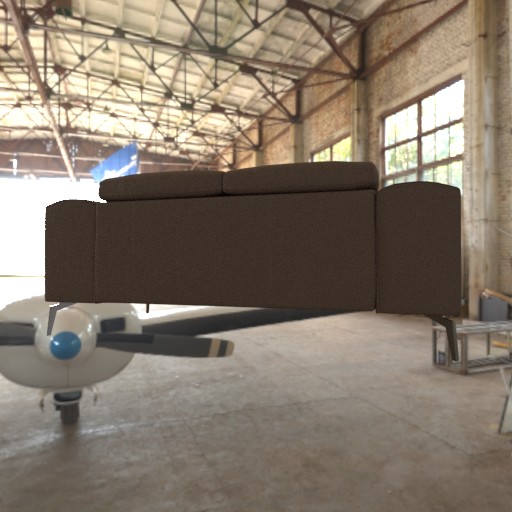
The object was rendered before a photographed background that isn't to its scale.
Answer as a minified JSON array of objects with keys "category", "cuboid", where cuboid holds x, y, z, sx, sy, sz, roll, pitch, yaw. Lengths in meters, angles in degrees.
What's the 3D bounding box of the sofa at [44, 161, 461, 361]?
[{"category":"sofa","cuboid":[0.000,0.000,2.346,1.895,0.779,1.003,0,-1,17]}]
